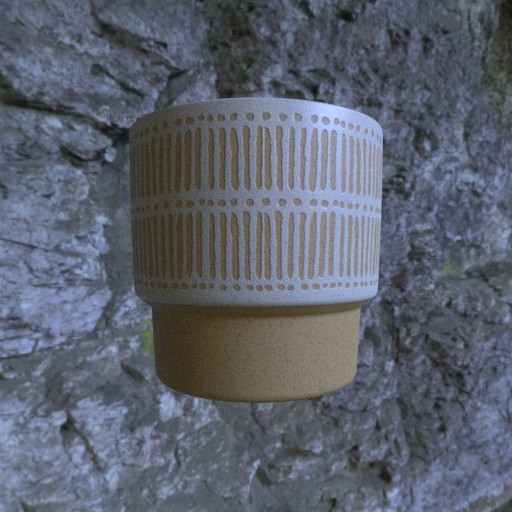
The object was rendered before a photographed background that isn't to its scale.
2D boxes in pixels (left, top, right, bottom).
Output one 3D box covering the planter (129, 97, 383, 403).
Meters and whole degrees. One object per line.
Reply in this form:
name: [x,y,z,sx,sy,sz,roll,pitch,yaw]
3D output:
planter: [0.000,0.000,0.576,0.317,0.303,0.317,0,0,0]
